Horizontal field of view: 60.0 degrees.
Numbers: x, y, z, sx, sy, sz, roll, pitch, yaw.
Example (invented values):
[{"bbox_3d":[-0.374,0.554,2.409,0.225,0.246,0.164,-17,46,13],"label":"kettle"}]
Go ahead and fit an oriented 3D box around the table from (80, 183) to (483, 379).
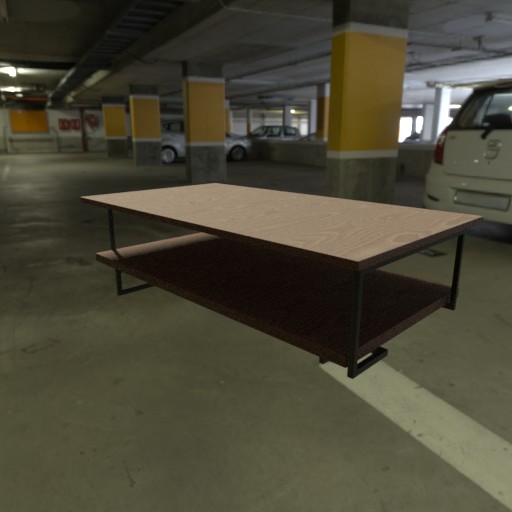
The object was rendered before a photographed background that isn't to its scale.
[{"bbox_3d":[0.000,0.000,1.505,0.651,0.347,1.197,-15,22,-43],"label":"table"}]
